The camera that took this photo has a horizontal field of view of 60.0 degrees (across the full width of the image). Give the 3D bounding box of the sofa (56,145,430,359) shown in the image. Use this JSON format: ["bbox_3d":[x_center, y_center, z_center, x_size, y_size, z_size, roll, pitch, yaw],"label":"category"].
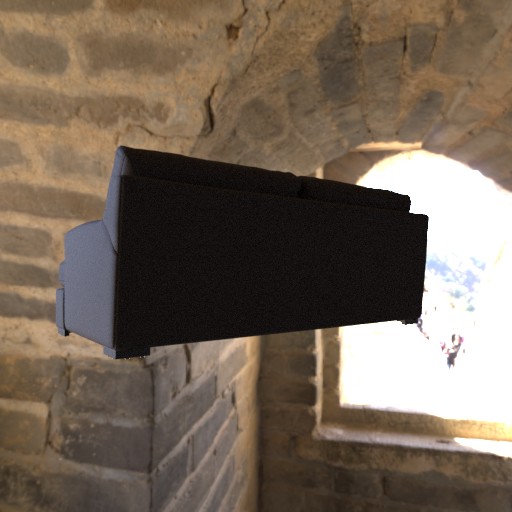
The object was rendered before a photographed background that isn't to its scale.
[{"bbox_3d":[0.000,0.000,2.889,2.271,0.950,1.140,1,-2,-36],"label":"sofa"}]
